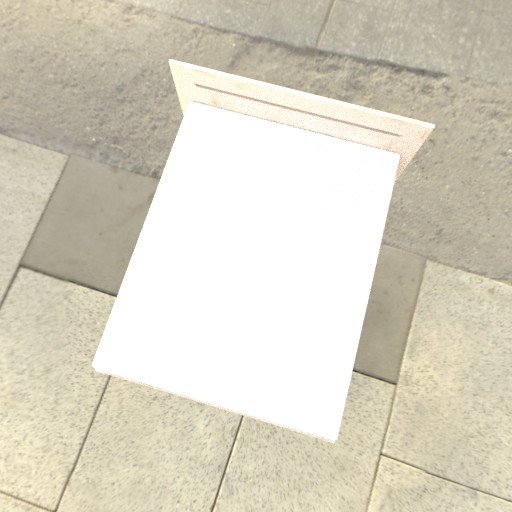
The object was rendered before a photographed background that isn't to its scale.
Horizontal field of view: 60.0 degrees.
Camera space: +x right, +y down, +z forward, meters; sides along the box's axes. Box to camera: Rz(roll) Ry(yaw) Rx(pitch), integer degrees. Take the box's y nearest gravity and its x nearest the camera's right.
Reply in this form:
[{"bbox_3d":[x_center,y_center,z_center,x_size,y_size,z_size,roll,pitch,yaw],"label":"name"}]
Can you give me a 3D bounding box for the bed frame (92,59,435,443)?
[{"bbox_3d":[0.000,0.000,3.084,1.800,0.900,2.080,15,76,4],"label":"bed frame"}]
